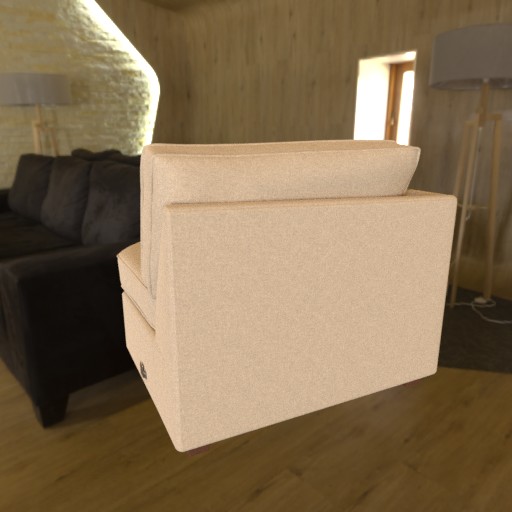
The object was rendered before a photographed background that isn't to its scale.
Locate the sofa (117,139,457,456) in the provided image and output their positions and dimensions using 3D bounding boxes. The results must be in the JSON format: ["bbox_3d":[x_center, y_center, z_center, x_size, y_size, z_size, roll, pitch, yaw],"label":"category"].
[{"bbox_3d":[0.000,0.000,1.826,1.042,0.937,1.050,-7,17,-25],"label":"sofa"}]
